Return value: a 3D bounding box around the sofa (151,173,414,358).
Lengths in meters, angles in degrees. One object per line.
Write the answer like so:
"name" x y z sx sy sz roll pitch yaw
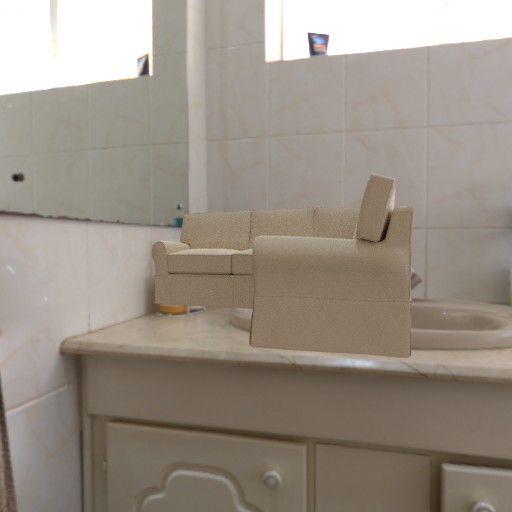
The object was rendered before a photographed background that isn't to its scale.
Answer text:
"sofa" 0.000 0.000 4.016 2.591 1.070 2.597 0 1 17
